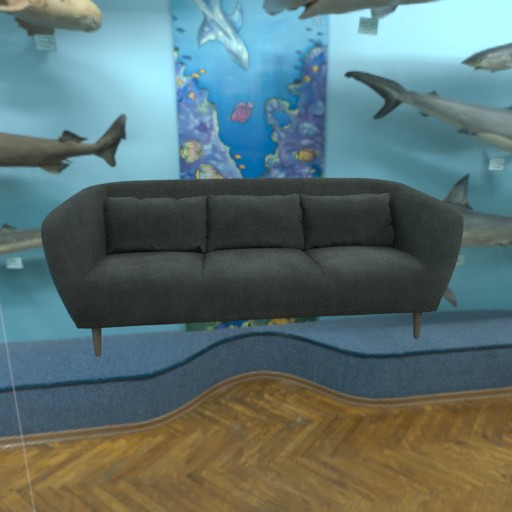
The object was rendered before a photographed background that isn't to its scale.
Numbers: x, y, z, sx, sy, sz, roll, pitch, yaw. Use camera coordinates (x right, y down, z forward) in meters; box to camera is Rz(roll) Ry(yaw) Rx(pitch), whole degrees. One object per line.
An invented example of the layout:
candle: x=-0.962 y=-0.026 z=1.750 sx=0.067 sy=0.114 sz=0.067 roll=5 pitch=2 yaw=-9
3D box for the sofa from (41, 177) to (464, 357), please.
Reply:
sofa: x=0.000 y=0.000 z=2.763 sx=2.296 sy=0.875 sz=0.956 roll=-2 pitch=16 yaw=-6
